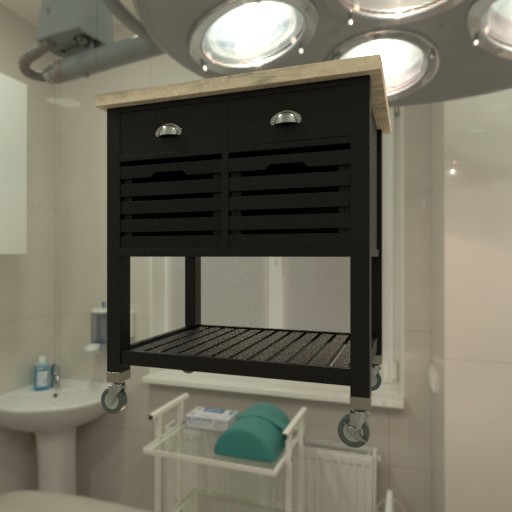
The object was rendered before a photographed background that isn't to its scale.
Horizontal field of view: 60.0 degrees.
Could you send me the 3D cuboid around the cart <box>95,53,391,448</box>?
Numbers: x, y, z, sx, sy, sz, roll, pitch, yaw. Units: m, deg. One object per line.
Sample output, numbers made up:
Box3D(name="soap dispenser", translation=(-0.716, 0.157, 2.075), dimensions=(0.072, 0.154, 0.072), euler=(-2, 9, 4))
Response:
Box3D(name="cart", translation=(0.000, 0.000, 1.405), dimensions=(0.797, 0.920, 0.567), euler=(0, 0, 19))
